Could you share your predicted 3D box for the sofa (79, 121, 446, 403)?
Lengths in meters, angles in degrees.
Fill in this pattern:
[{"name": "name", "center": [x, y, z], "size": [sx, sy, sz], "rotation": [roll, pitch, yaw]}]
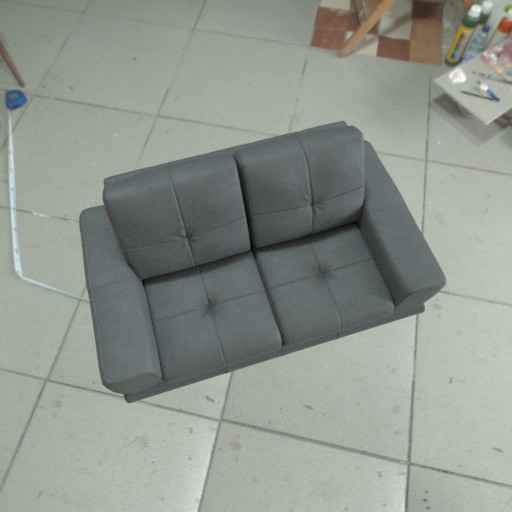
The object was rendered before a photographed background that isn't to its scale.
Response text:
[{"name": "sofa", "center": [0.000, 0.000, 2.435], "size": [1.806, 0.907, 1.018], "rotation": [-15, 64, -8]}]
